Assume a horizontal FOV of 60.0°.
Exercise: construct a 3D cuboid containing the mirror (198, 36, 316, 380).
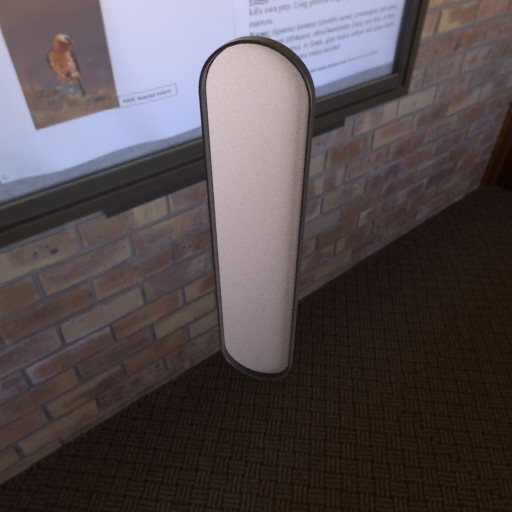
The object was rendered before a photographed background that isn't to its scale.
[{"bbox_3d":[0.000,0.000,1.084,0.222,0.991,0.032,13,43,15],"label":"mirror"}]
